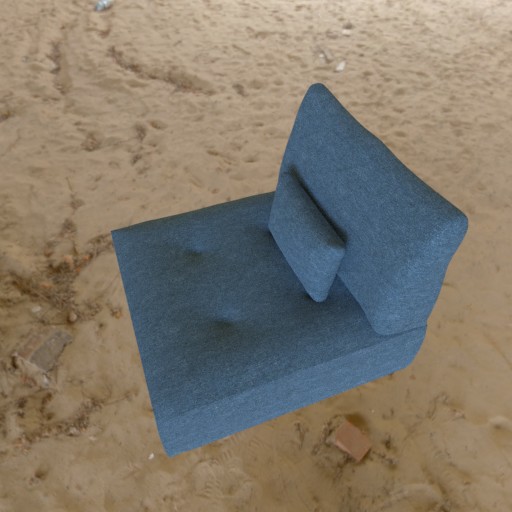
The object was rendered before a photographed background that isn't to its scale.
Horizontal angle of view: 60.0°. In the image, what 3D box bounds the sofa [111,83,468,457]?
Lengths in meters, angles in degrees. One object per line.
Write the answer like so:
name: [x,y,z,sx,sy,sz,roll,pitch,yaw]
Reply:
sofa: [0.000,0.000,1.670,1.000,0.820,0.930,-16,48,-15]
